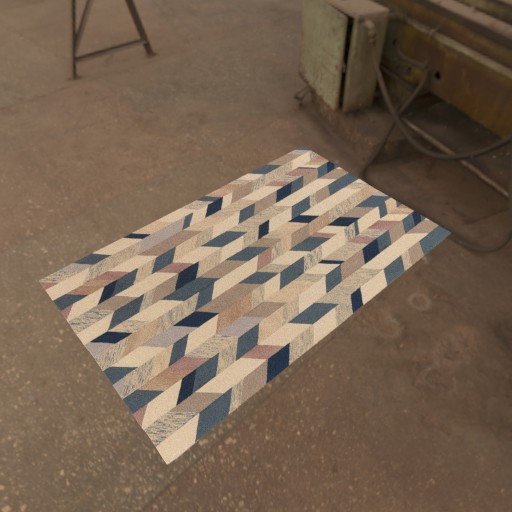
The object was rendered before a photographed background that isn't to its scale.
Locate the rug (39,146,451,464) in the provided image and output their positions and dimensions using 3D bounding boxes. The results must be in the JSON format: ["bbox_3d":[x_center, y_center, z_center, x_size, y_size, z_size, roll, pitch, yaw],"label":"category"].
[{"bbox_3d":[0.000,0.000,3.033,2.423,0.008,1.513,-32,54,-27],"label":"rug"}]
